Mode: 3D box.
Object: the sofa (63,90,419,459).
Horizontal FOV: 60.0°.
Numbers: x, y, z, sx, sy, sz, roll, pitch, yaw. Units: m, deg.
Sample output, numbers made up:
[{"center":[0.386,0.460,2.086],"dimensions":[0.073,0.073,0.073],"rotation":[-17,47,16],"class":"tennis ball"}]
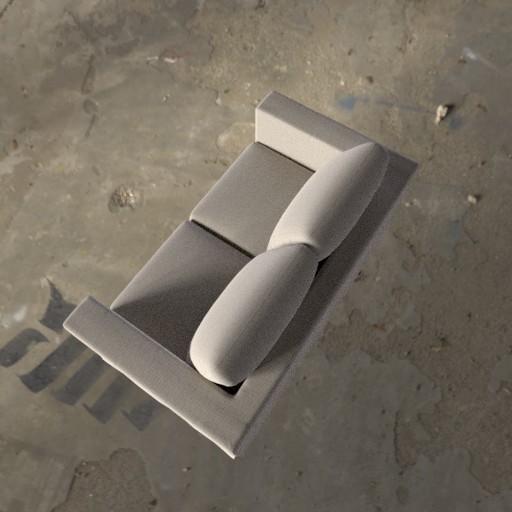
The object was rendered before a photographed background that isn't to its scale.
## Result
[{"center":[0.000,0.000,2.450],"dimensions":[1.009,0.932,1.813],"rotation":[32,69,14],"class":"sofa"}]
